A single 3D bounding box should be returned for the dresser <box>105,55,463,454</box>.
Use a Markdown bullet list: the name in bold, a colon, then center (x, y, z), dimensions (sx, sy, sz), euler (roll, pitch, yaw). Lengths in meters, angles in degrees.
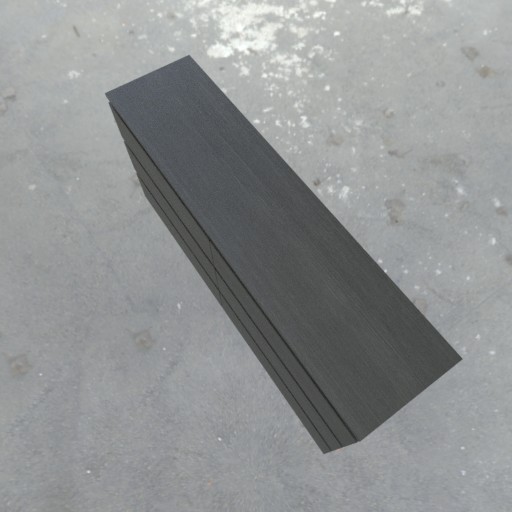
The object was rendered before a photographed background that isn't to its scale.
- **dresser**: center (0.000, 0.000, 1.916), dimensions (0.400, 0.795, 1.590), euler (-32, 68, -15)
